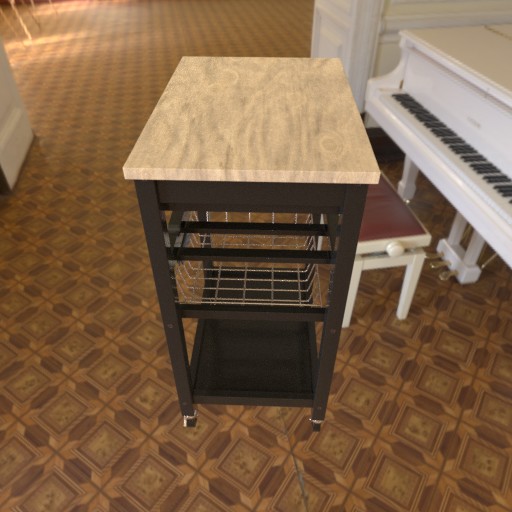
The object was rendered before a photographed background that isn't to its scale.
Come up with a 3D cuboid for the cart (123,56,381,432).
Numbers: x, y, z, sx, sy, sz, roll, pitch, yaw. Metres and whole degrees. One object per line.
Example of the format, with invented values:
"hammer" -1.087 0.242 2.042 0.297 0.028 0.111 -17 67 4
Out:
"cart" 0.000 0.000 1.175 0.403 0.839 0.584 1 40 2
